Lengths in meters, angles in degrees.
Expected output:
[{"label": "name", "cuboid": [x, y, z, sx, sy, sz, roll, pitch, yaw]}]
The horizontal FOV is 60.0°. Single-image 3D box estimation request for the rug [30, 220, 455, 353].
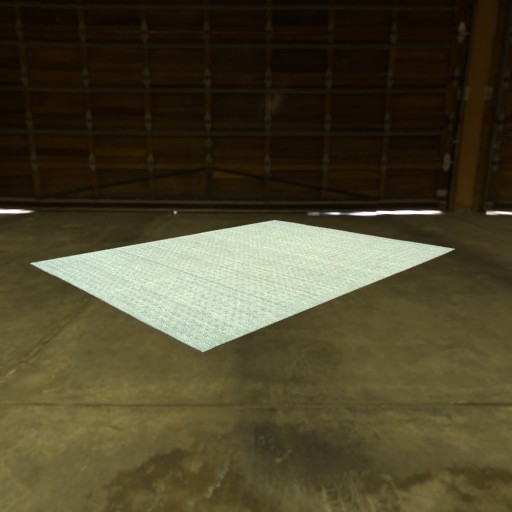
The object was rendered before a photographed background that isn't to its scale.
[{"label": "rug", "cuboid": [0.000, 0.000, 4.171, 3.200, 0.007, 2.443, -14, 20, -43]}]
